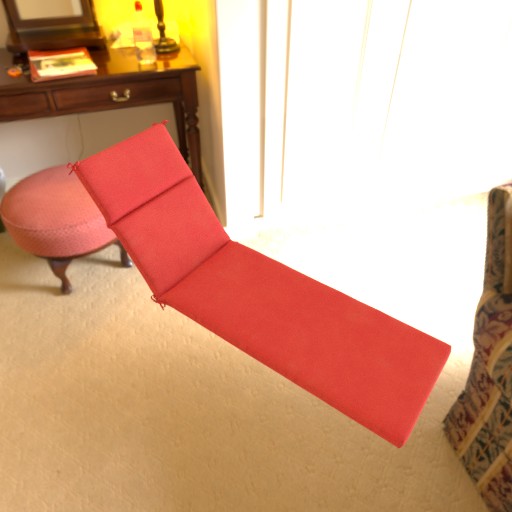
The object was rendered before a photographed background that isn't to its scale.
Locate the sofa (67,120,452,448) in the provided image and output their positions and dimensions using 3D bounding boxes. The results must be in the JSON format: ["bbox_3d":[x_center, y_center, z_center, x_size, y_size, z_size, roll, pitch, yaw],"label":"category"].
[{"bbox_3d":[0.000,0.000,1.891,1.663,0.622,0.582,26,48,27],"label":"sofa"}]
